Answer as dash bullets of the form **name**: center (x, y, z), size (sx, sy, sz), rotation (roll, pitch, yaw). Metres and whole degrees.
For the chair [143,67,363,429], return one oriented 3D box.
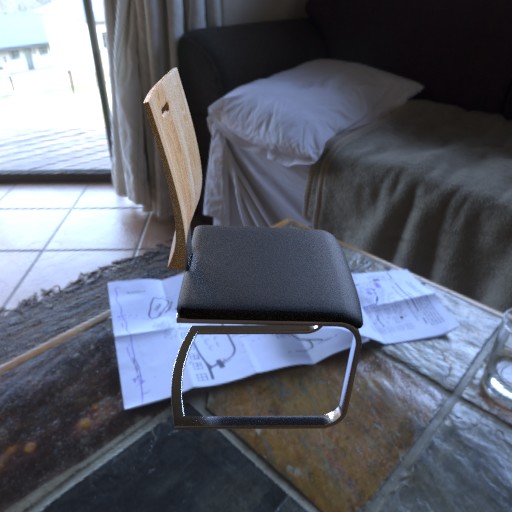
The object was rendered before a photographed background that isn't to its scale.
- **chair**: center (0.000, 0.000, 1.256), size (0.560, 0.936, 0.462), rotation (0, 32, 0)
